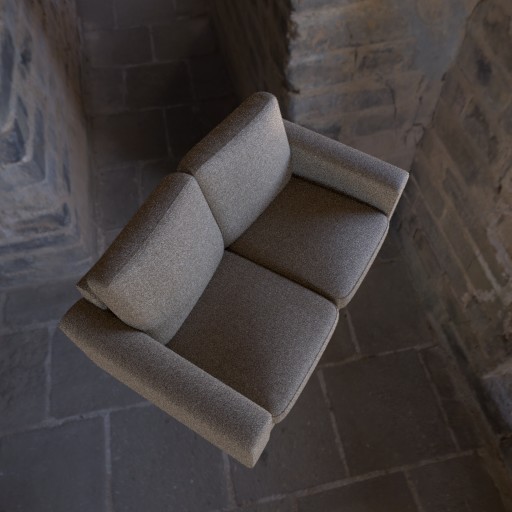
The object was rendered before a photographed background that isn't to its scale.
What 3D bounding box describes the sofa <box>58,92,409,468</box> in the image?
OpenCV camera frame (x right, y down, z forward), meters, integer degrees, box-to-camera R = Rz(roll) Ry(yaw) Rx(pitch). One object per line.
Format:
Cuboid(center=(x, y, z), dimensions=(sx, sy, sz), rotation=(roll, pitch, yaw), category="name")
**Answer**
Cuboid(center=(0.000, 0.000, 2.215), dimensions=(1.016, 0.873, 1.616), rotation=(28, 63, 16), category="sofa")
